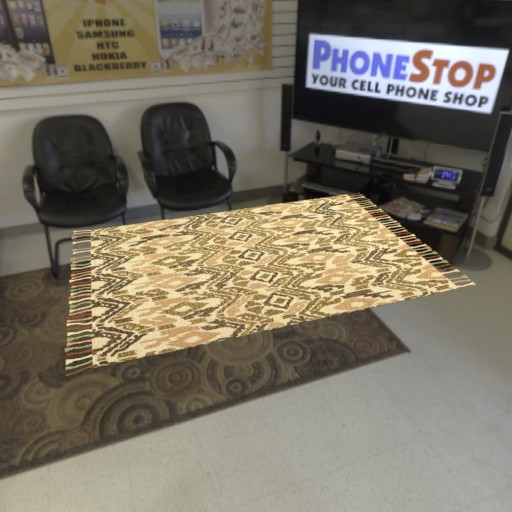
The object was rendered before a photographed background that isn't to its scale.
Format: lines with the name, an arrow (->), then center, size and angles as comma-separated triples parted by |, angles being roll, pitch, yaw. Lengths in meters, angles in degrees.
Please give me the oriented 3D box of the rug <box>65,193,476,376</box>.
rug -> 0.000, 0.000, 3.058 | 2.438, 0.008, 1.524 | -10, 33, -15
